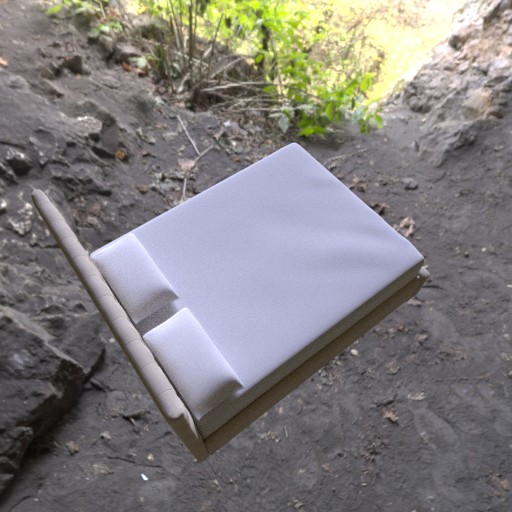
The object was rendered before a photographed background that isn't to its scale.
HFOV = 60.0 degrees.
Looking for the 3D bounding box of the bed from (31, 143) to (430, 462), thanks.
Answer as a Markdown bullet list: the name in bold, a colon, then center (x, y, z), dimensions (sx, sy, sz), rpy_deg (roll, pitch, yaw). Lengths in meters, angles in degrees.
- **bed**: center (0.000, 0.000, 3.290), dimensions (2.233, 1.426, 1.696), rpy_deg (-32, 63, -18)
